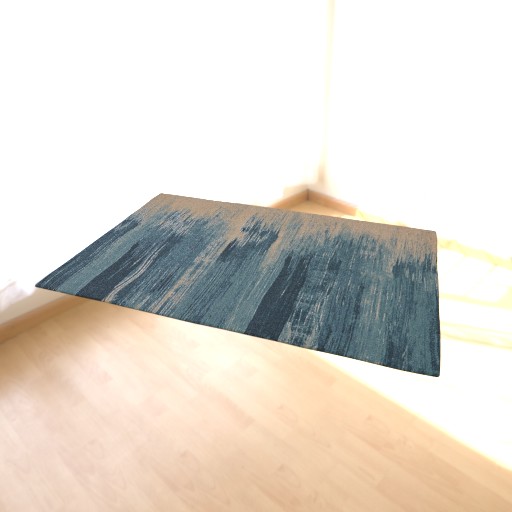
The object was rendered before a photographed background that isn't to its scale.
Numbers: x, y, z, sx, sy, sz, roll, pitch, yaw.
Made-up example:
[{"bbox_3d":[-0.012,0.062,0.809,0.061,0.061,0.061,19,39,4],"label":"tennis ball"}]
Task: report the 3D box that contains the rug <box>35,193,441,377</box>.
[{"bbox_3d":[0.000,0.000,2.358,1.836,0.009,1.232,10,32,16],"label":"rug"}]
